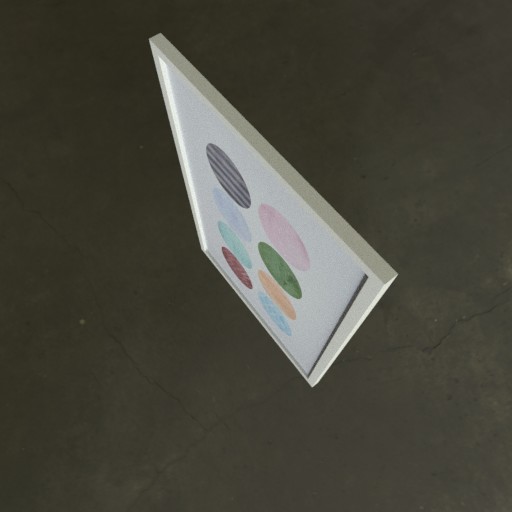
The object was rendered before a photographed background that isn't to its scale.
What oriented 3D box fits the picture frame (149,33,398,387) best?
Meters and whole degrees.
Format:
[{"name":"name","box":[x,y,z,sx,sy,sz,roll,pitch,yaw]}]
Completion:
[{"name":"picture frame","box":[0.000,0.000,0.551,0.013,0.434,0.305,-35,69,-15]}]
